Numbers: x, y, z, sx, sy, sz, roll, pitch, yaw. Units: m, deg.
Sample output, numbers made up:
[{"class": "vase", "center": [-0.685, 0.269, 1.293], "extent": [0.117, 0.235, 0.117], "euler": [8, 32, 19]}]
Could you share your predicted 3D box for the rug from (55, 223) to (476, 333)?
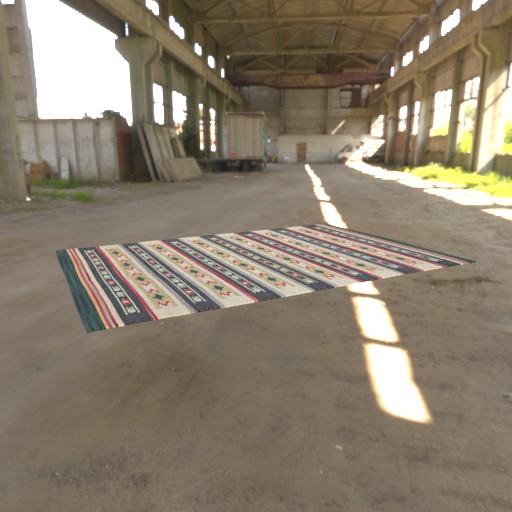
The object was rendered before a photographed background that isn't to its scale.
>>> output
[{"class": "rug", "center": [0.000, 0.000, 2.295], "extent": [1.825, 0.009, 1.221], "euler": [-7, 16, -27]}]
